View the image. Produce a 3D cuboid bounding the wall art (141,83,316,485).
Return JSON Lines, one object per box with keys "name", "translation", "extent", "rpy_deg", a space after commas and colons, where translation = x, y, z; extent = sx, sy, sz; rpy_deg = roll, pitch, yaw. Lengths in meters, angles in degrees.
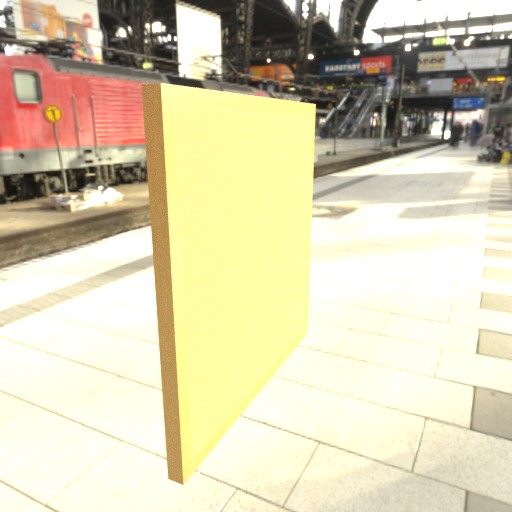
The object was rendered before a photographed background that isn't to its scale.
{"name": "wall art", "translation": [0.000, 0.000, 2.868], "extent": [0.097, 1.936, 1.935], "rpy_deg": [8, 18, 24]}
